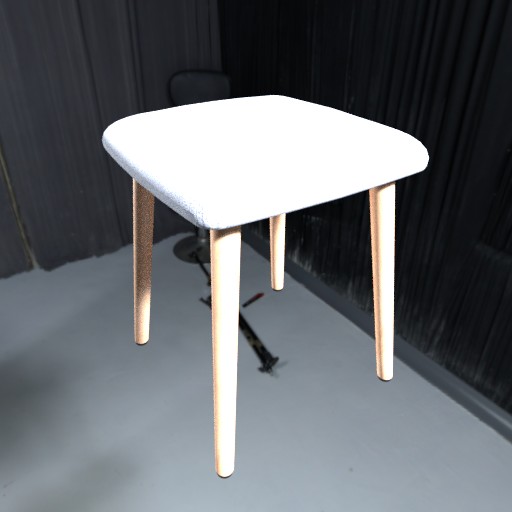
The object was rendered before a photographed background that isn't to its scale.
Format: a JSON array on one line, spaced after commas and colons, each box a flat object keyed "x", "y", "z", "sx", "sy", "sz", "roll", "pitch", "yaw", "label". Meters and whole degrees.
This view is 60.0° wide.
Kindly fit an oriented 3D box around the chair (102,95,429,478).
[{"x": 0.000, "y": 0.000, "z": 0.700, "sx": 0.350, "sy": 0.440, "sz": 0.350, "roll": -19, "pitch": 36, "yaw": -28, "label": "chair"}]
